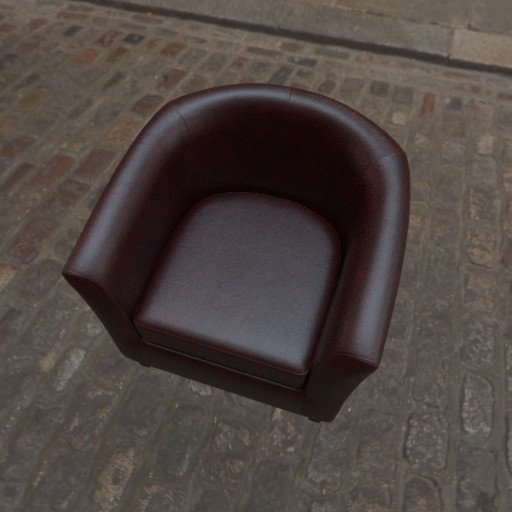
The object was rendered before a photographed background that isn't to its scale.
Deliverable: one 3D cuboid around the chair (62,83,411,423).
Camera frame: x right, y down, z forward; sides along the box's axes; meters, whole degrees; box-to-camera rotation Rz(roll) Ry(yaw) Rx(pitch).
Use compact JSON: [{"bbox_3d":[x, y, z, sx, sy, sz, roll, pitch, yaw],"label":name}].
[{"bbox_3d":[0.000,0.000,1.391,0.792,0.756,0.727,15,57,10],"label":"chair"}]
